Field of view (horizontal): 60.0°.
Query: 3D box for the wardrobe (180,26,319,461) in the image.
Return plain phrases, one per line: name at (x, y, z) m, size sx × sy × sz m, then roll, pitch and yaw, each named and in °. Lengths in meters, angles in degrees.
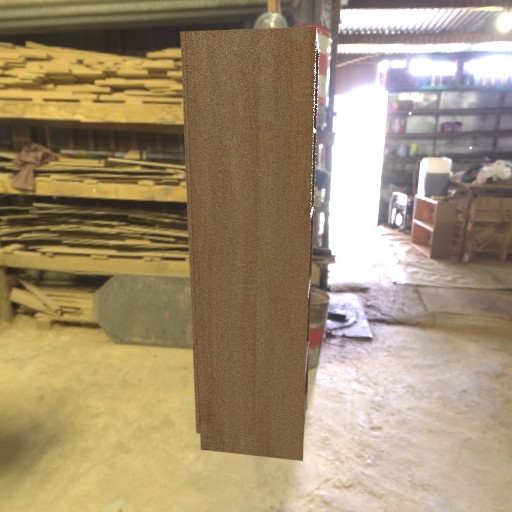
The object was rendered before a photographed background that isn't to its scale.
wardrobe at (0.000, 0.000, 2.385) m, size 0.588 × 2.117 × 0.496 m, roll 2°, pitch 15°, yaw 9°
